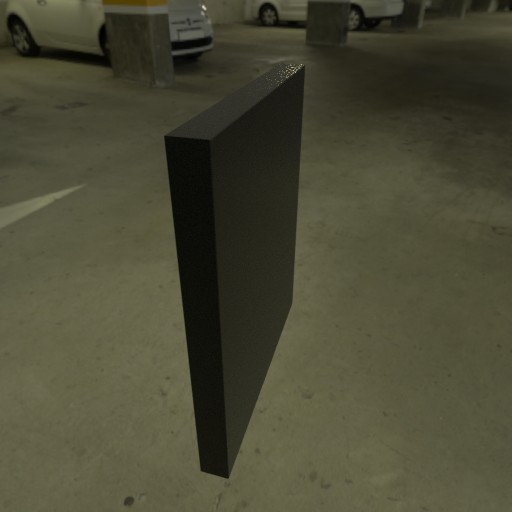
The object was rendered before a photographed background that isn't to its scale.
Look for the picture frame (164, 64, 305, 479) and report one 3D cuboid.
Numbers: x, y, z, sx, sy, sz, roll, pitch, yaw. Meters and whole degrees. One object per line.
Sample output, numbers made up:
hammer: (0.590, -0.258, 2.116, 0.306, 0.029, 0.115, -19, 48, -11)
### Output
picture frame: (0.000, 0.000, 0.528, 0.034, 0.378, 0.328, 9, 33, 14)
